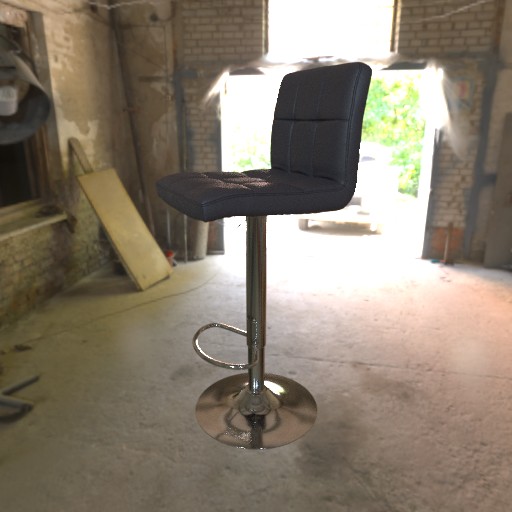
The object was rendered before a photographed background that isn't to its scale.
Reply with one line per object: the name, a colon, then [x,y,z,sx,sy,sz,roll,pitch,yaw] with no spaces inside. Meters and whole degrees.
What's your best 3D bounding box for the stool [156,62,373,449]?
stool: [0.000,0.000,1.388,0.505,1.115,0.430,-9,19,-26]
